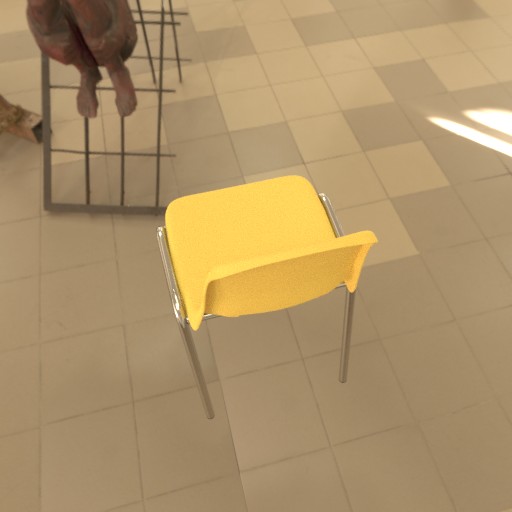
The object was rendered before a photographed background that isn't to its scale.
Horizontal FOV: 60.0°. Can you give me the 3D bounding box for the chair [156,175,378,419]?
[{"bbox_3d":[0.000,0.000,0.917,0.381,0.653,0.436,-13,58,-8],"label":"chair"}]
